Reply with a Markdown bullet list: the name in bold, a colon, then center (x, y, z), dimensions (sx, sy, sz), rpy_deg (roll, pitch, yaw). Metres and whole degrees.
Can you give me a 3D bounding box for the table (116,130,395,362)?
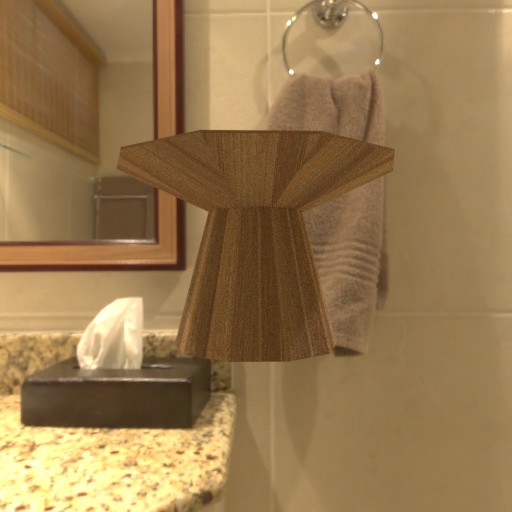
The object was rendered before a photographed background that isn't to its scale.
- **table**: center (0.000, 0.000, 1.898), dimensions (1.186, 0.752, 1.186), rpy_deg (0, 0, 0)
